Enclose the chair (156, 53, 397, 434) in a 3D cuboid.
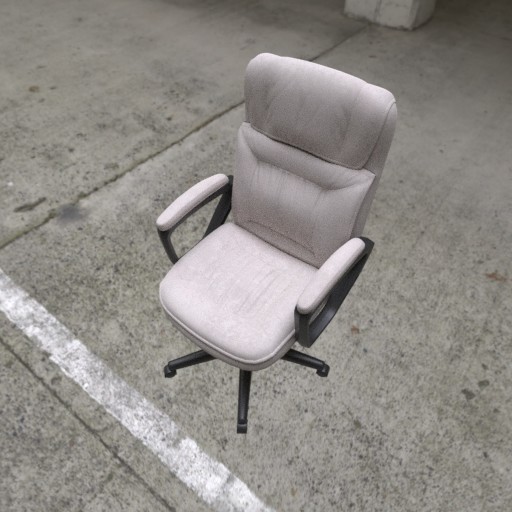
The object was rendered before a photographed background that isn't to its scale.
[{"bbox_3d":[0.000,0.000,1.531,0.667,1.105,0.724,29,53,25],"label":"chair"}]
